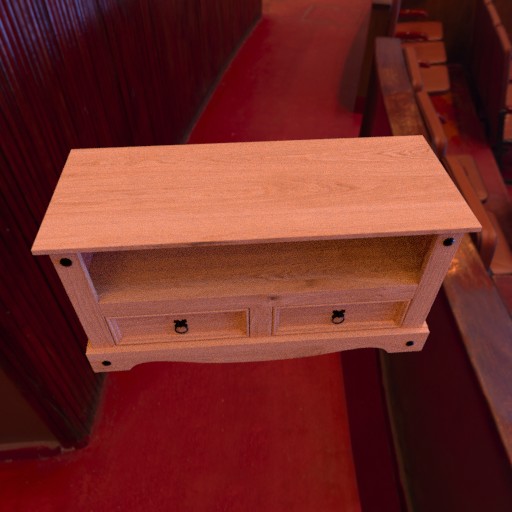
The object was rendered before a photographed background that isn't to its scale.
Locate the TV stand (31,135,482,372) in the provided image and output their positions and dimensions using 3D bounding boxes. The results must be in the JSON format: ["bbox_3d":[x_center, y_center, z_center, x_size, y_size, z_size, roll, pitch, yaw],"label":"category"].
[{"bbox_3d":[0.000,0.000,1.400,1.080,0.550,0.440,-3,45,-3],"label":"TV stand"}]
